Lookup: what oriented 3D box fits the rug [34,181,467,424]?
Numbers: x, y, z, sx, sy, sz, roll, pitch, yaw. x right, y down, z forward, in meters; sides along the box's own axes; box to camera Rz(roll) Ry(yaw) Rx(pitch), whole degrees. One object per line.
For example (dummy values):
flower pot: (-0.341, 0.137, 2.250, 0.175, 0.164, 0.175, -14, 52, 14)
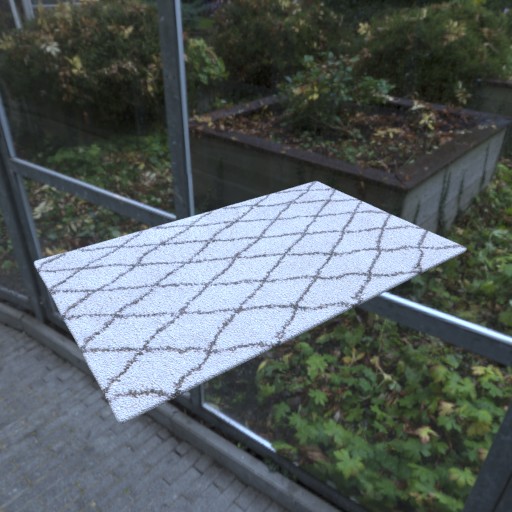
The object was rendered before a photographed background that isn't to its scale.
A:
rug: (0.000, 0.000, 2.929, 2.438, 0.030, 1.524, -20, 36, -30)
